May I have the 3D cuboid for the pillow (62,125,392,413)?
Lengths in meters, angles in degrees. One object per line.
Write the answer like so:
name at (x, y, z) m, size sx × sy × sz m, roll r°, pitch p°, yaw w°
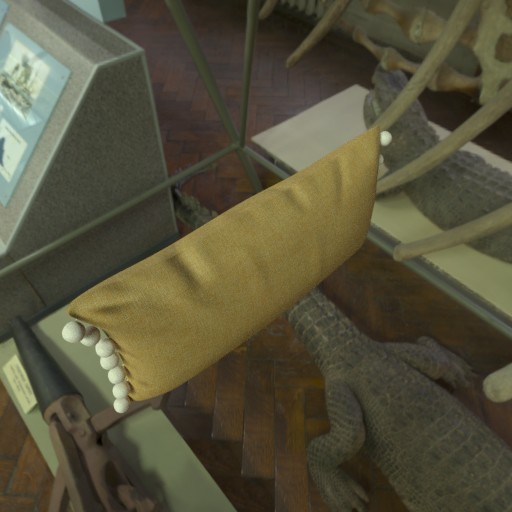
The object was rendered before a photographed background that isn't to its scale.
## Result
pillow at (0.000, 0.000, 0.838) m, size 0.709 × 0.322 × 0.201 m, roll -34°, pitch 57°, yaw -26°
